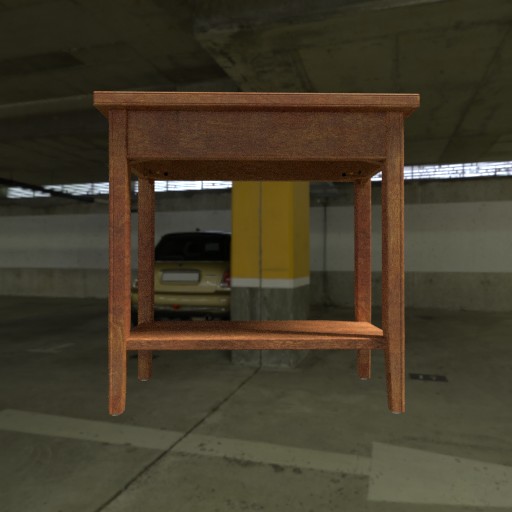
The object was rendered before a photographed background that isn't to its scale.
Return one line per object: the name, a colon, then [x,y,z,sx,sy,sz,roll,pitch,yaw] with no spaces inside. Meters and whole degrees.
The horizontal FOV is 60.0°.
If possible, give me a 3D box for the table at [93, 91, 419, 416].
table: [0.000,0.000,0.978,0.610,0.610,0.305,0,0,-1]
